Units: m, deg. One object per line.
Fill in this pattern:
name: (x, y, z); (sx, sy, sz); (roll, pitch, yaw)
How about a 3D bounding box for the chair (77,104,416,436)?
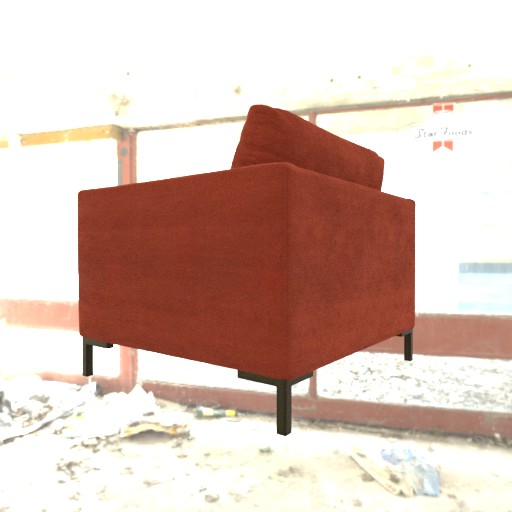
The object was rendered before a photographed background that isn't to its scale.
chair: (0.000, 0.000, 1.620); (0.875, 0.812, 0.964); (0, 1, 37)
